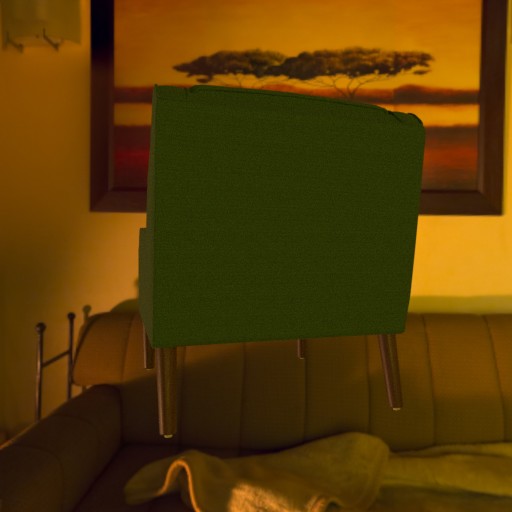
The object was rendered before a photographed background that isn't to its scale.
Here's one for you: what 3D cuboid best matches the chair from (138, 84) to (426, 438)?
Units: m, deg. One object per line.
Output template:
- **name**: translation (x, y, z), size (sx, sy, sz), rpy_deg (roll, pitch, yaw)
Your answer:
- **chair**: translation (0.000, 0.000, 1.335), size (0.663, 0.792, 0.743), rpy_deg (0, 0, -17)
